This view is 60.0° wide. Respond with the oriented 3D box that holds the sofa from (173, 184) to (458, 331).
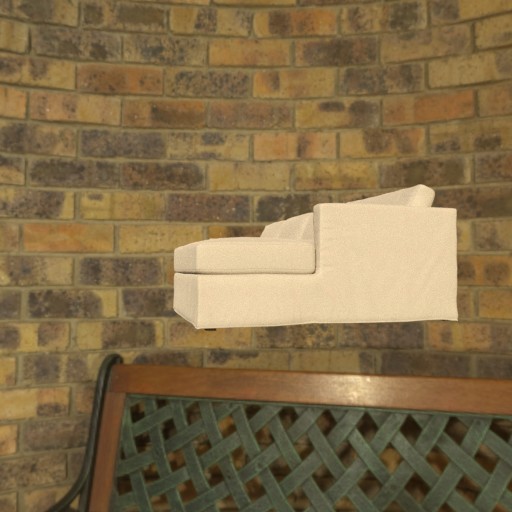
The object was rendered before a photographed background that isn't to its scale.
[{"bbox_3d":[0.000,0.000,3.961,1.622,0.871,3.206,0,-2,-17],"label":"sofa"}]
